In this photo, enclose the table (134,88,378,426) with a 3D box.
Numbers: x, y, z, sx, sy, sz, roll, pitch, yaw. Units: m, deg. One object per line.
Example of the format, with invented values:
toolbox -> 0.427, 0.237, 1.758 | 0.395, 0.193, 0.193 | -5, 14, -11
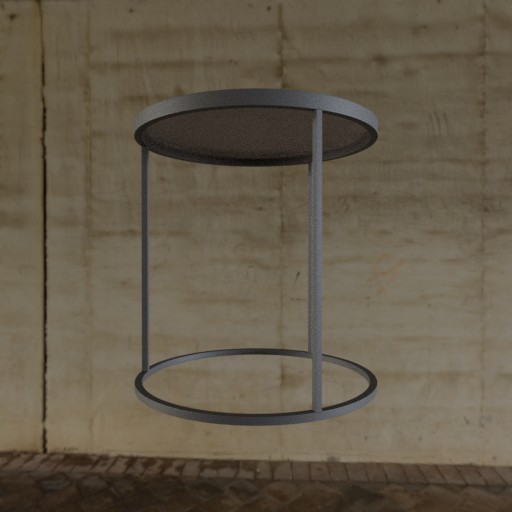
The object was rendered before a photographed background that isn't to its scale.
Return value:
table -> 0.000, 0.000, 0.887 | 0.470, 0.498, 0.470 | 0, 0, 0
